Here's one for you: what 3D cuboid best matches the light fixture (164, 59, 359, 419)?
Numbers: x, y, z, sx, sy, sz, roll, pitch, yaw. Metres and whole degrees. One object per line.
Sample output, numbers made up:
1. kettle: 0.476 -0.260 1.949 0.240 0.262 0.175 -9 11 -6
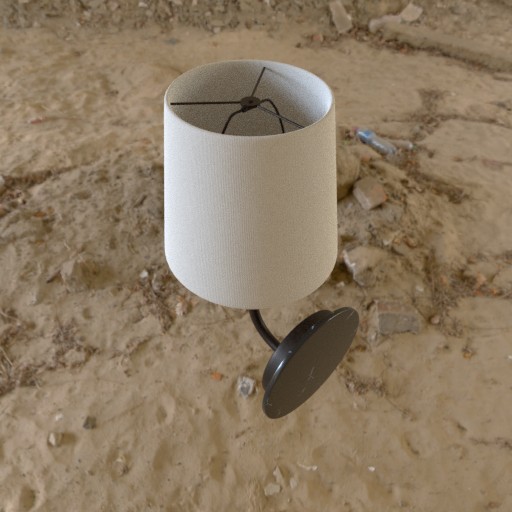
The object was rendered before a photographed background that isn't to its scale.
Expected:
1. light fixture: 0.000 0.000 0.449 0.168 0.337 0.188 -33 54 -28
